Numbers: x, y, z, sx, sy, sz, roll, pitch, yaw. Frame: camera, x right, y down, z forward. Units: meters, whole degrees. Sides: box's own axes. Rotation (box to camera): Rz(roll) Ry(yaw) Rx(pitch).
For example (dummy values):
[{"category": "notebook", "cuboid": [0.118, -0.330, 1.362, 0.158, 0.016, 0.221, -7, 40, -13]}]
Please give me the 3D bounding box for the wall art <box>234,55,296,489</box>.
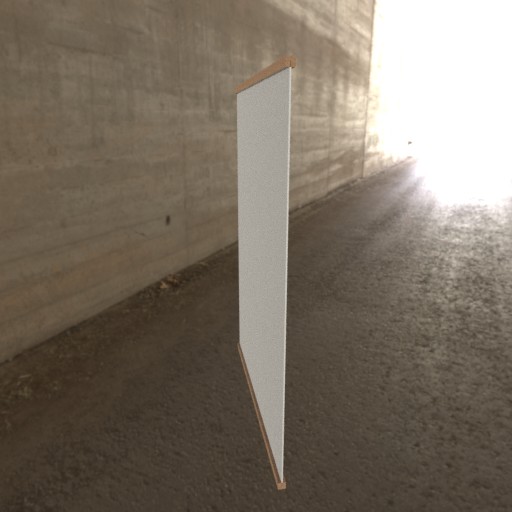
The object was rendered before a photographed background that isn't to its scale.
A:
[{"category": "wall art", "cuboid": [0.000, 0.000, 0.807, 0.012, 0.608, 0.459, -3, 17, -10]}]
